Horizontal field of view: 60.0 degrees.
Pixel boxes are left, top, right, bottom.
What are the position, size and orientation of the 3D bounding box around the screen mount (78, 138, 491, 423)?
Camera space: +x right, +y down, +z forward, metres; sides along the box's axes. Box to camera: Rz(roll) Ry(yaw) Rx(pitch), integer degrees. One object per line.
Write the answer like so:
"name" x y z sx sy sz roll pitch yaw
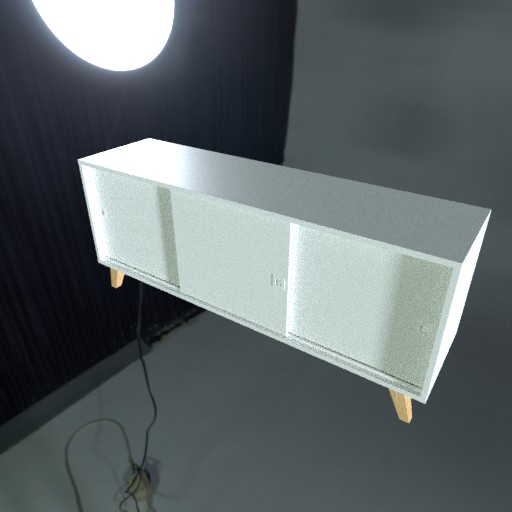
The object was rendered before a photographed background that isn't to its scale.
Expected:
"screen mount" 0.000 0.000 1.744 1.490 0.619 0.400 18 34 29
